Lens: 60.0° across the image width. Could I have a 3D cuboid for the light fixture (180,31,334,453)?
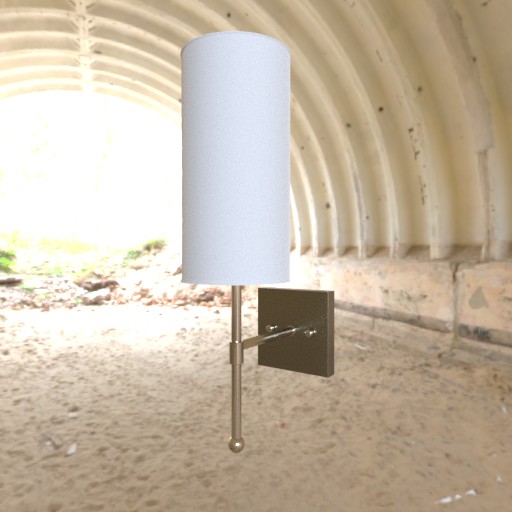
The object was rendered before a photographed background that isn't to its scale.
[{"bbox_3d":[0.000,0.000,0.552,0.128,0.462,0.208,1,1,35],"label":"light fixture"}]
